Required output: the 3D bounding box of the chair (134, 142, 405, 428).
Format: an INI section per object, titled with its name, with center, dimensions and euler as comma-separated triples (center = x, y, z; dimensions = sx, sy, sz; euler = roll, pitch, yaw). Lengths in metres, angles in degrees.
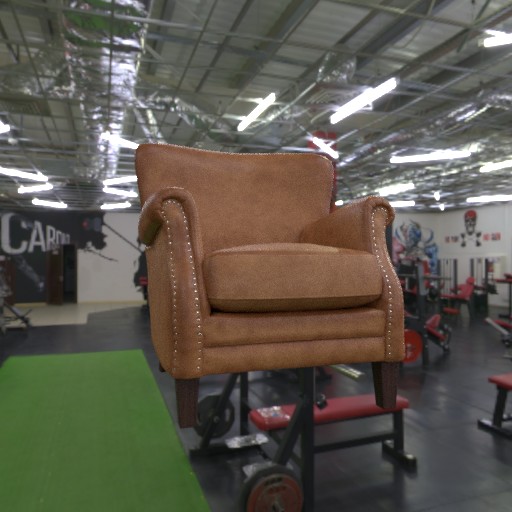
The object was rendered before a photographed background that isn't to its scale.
[chair]
center = 0.000, 0.000, 1.649
dimensions = 0.861, 0.936, 0.921
euler = 0, 0, -17
